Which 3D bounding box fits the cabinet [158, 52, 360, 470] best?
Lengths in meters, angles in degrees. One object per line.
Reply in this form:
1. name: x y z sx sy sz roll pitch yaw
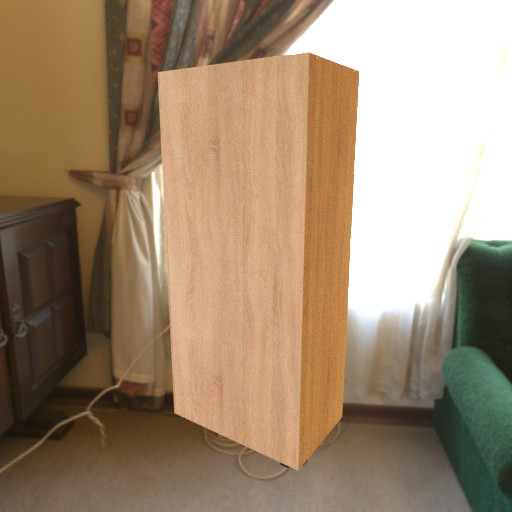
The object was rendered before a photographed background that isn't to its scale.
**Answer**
1. cabinet: 0.000 0.000 2.773 1.094 2.120 1.327 -2 14 -10
